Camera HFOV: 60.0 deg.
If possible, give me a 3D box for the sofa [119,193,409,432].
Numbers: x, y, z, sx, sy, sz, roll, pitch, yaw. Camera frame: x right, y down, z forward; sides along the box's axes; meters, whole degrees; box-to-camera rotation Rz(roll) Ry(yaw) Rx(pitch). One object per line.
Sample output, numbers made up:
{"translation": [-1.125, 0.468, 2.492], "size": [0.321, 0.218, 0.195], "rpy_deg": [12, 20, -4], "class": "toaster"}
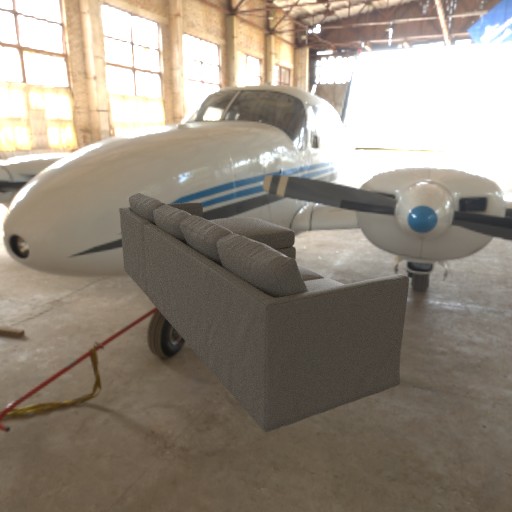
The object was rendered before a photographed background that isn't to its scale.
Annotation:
{"translation": [0.000, 0.000, 3.815], "size": [1.622, 0.867, 3.177], "rpy_deg": [-8, 17, -27], "class": "sofa"}
